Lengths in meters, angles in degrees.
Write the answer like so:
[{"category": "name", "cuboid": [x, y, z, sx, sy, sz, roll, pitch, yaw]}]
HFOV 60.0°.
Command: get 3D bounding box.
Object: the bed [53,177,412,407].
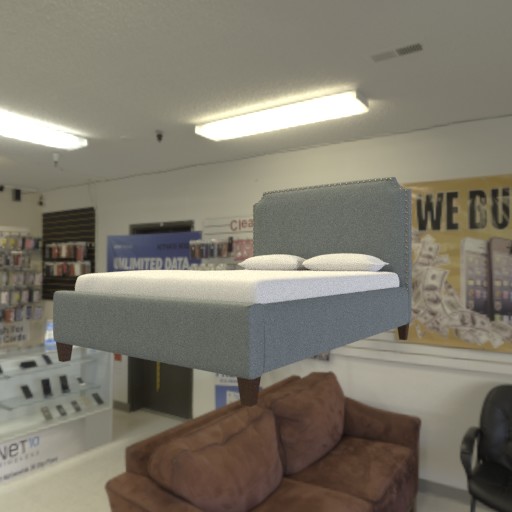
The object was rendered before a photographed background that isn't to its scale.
[{"category": "bed", "cuboid": [0.000, 0.000, 3.460, 1.712, 1.443, 2.372, -1, -1, 36]}]
